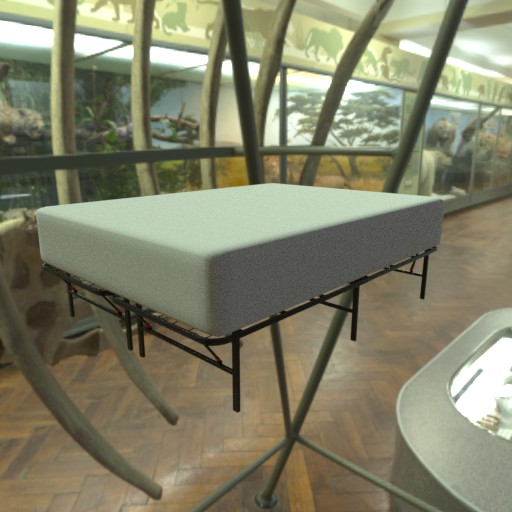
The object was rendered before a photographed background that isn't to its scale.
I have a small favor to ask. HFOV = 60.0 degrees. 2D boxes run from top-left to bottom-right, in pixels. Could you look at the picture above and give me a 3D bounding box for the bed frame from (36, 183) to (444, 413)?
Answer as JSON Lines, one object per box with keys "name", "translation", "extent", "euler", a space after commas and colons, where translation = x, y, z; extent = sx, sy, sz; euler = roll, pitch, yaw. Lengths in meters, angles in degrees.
{"name": "bed frame", "translation": [0.000, 0.000, 2.757], "extent": [1.528, 0.677, 2.037], "euler": [13, 20, 41]}
